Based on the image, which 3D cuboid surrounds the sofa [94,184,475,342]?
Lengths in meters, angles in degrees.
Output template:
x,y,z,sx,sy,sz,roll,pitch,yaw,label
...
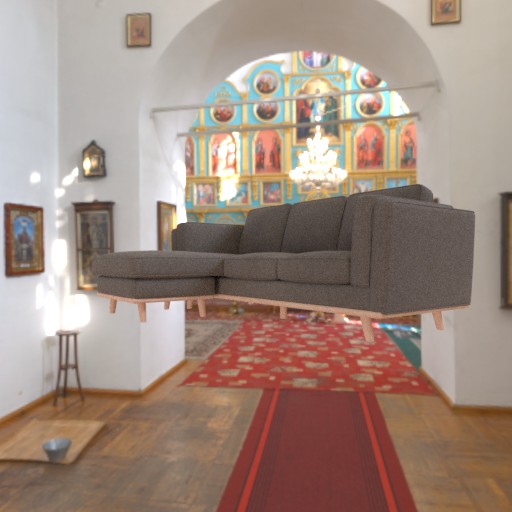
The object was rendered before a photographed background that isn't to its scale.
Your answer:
x,y,z,sx,sy,sz,roll,pitch,yaw,label
0.000,0.000,3.167,1.604,0.929,2.411,0,-1,-37,sofa
